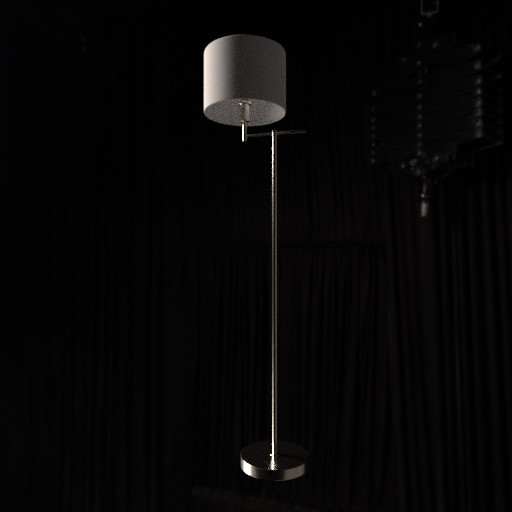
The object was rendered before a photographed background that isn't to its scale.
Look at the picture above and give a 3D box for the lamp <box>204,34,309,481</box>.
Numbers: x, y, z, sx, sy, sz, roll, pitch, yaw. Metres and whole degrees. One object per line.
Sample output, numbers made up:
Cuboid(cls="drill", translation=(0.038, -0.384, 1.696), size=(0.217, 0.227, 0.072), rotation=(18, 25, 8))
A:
Cuboid(cls="lamp", translation=(0.000, 0.000, 1.740), size=(0.416, 1.600, 0.324), rotation=(0, -1, 18))
